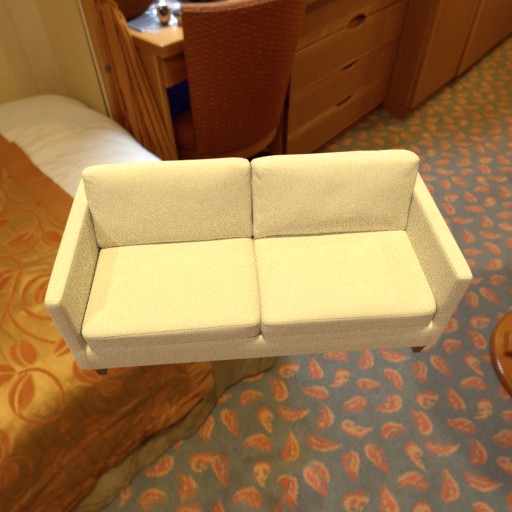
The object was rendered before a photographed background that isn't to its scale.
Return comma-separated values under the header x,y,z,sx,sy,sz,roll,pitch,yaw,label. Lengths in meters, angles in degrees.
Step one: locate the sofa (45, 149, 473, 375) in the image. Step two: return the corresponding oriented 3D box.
x,y,z,sx,sy,sz,roll,pitch,yaw,label
0.000,0.000,2.486,1.981,0.889,0.965,-3,47,-3,sofa
